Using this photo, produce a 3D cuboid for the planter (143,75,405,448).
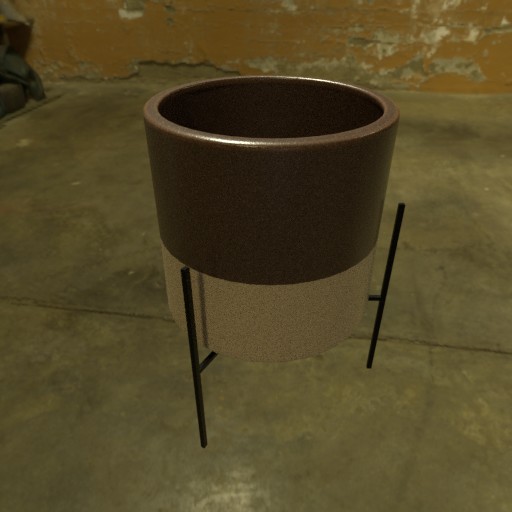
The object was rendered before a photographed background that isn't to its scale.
[{"bbox_3d":[0.000,0.000,0.513,0.250,0.353,0.260,-22,39,-29],"label":"planter"}]
